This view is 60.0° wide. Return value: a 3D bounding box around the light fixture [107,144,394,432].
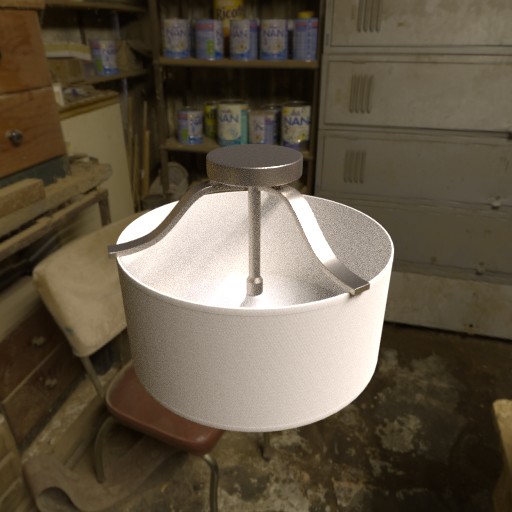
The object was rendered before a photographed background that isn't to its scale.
[{"bbox_3d":[0.000,0.000,0.653,0.395,0.304,0.395,0,27,0],"label":"light fixture"}]
